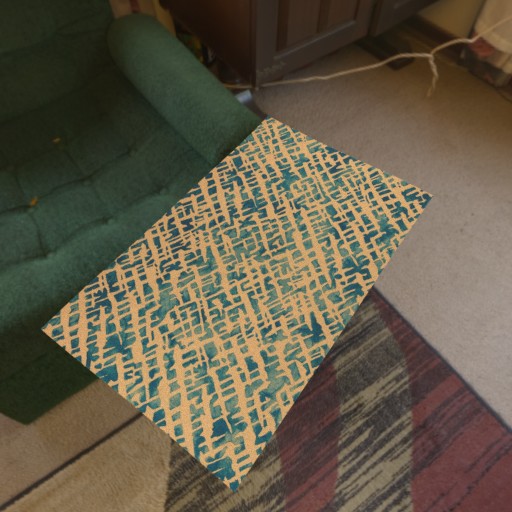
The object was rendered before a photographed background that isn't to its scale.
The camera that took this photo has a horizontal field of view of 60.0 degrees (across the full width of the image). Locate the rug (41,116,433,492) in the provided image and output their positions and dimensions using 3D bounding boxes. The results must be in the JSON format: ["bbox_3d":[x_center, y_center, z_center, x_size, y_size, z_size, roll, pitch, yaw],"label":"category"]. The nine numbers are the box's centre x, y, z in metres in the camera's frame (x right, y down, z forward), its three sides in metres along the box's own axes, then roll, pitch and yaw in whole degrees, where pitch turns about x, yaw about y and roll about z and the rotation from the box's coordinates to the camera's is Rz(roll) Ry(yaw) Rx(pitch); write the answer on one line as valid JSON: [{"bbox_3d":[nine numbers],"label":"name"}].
[{"bbox_3d":[0.000,0.000,3.042,1.520,0.011,2.447,32,63,19],"label":"rug"}]
